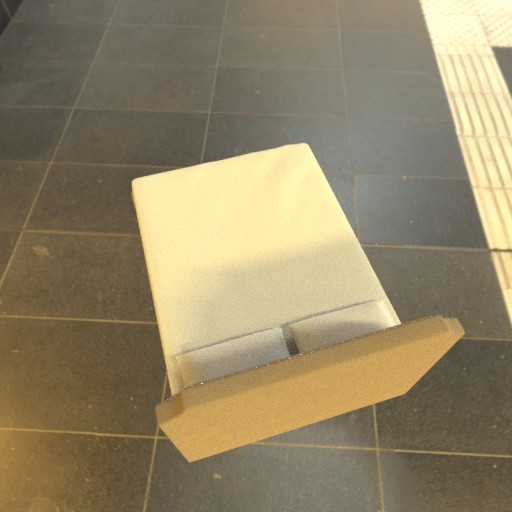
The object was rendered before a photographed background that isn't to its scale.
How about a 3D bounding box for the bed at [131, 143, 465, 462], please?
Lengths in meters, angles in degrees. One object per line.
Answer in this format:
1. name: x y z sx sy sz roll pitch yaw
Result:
1. bed: 0.000 0.000 3.366 1.703 1.415 2.329 -14 58 -9
